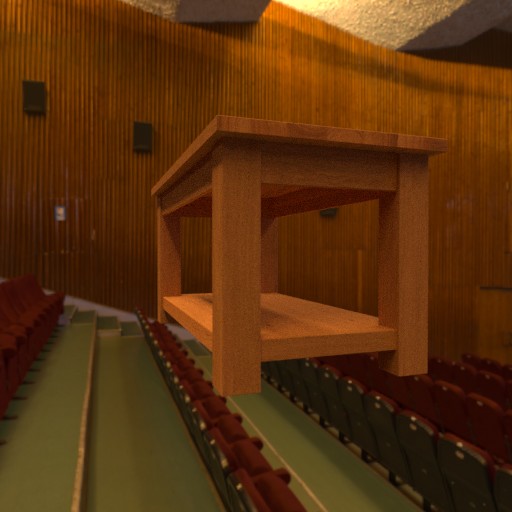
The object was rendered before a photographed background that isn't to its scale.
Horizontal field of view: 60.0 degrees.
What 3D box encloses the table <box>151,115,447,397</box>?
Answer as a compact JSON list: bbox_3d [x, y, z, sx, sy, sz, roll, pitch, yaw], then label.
[{"bbox_3d":[0.000,0.000,1.190,0.450,0.452,0.899,0,1,-20],"label":"table"}]
